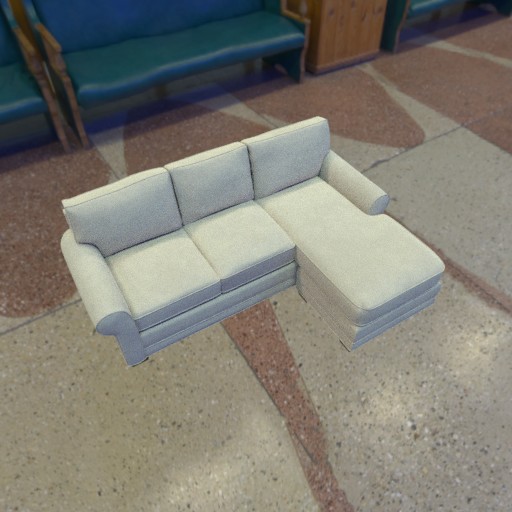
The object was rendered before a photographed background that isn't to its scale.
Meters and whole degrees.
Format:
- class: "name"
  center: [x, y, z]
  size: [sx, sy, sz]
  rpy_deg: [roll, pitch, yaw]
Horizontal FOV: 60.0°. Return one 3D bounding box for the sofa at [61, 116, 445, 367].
- class: "sofa"
  center: [0.000, 0.000, 2.387]
  size: [1.770, 0.734, 1.226]
  rpy_deg: [-24, 51, -21]
